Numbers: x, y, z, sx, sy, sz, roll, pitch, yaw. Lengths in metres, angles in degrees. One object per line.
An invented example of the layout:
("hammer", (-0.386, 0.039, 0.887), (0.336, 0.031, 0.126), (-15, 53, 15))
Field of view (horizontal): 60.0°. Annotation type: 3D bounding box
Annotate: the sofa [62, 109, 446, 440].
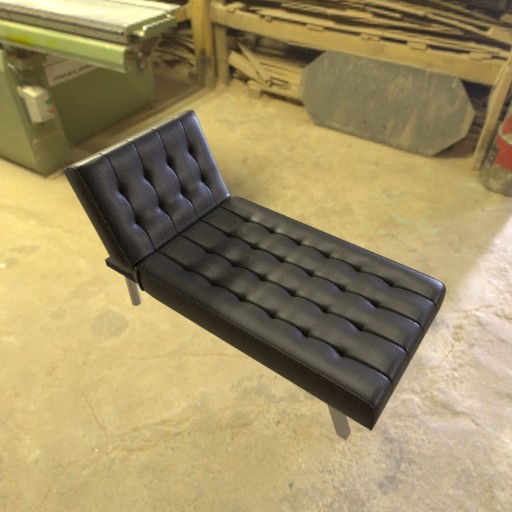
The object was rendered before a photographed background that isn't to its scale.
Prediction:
("sofa", (0.000, 0.000, 2.036), (1.560, 0.820, 0.760), (26, 47, 26))
